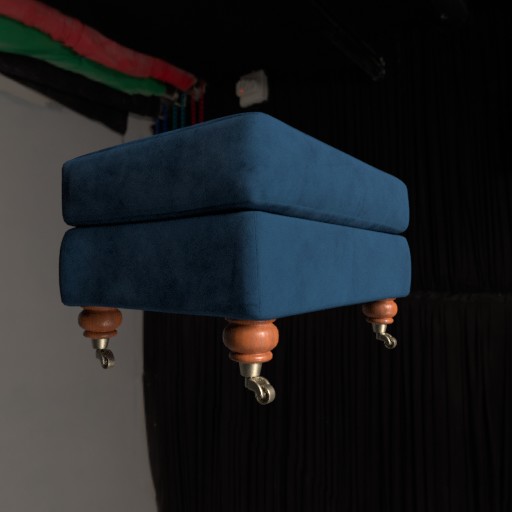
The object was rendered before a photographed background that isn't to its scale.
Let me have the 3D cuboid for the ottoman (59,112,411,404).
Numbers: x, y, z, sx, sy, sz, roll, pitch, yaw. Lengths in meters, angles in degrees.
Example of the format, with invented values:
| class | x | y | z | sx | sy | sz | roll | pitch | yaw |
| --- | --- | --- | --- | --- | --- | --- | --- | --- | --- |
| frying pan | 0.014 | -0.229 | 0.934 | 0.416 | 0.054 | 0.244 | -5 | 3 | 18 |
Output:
| class | x | y | z | sx | sy | sz | roll | pitch | yaw |
| --- | --- | --- | --- | --- | --- | --- | --- | --- | --- |
| ottoman | 0.000 | 0.000 | 1.127 | 0.572 | 0.503 | 0.773 | -1 | -2 | 36 |
